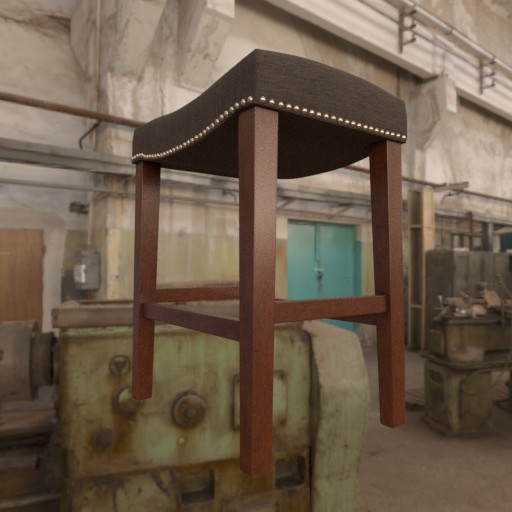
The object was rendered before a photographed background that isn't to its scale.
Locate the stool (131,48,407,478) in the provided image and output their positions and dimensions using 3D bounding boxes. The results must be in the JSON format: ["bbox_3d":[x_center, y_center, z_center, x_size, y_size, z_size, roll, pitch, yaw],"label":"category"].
[{"bbox_3d":[0.000,0.000,0.944,0.372,0.654,0.504,1,-1,-36],"label":"stool"}]
